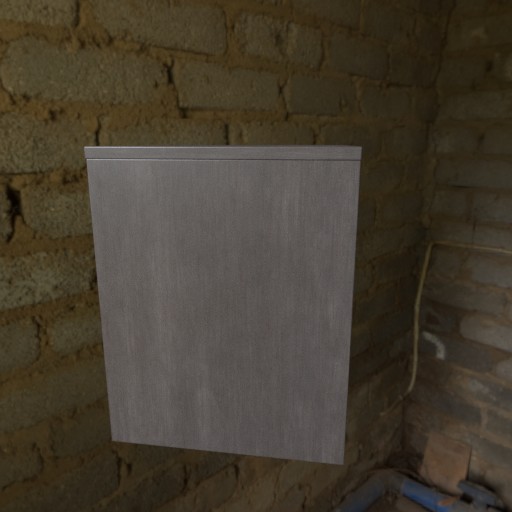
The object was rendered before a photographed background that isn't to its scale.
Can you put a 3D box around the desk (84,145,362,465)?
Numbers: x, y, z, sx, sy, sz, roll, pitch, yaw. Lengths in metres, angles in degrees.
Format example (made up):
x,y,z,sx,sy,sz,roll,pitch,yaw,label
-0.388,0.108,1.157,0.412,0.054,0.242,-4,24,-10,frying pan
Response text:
x,y,z,sx,sy,sz,roll,pitch,yaw,label
0.000,0.000,1.551,0.600,0.750,1.100,2,14,8,desk
